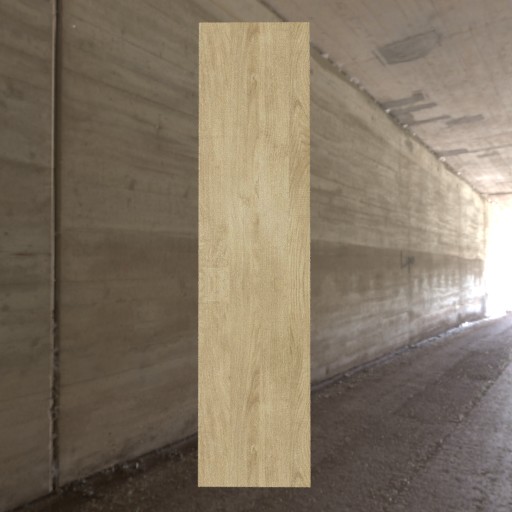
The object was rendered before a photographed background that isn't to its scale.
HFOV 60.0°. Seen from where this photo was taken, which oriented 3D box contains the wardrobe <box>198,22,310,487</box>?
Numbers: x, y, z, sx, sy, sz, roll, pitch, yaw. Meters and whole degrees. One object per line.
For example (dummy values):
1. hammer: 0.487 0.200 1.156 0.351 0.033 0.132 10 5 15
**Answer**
1. wardrobe: 0.000 0.000 2.793 0.480 2.000 1.770 0 -1 0
